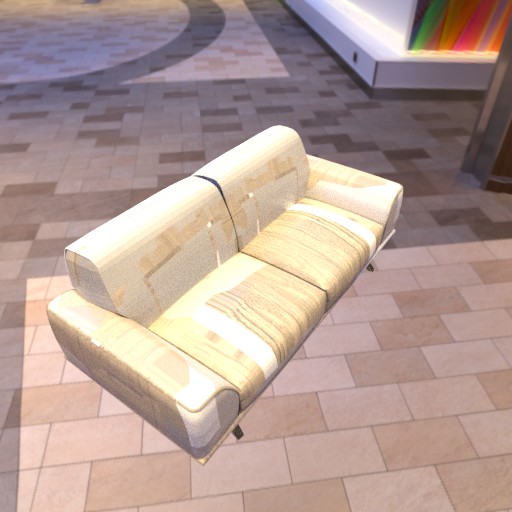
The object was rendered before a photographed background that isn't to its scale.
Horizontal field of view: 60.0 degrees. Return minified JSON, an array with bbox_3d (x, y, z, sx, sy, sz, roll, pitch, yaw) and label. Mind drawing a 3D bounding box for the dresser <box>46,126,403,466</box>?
[{"bbox_3d":[0.000,0.000,5.803,2.251,1.863,4.679,25,45,27],"label":"dresser"}]
